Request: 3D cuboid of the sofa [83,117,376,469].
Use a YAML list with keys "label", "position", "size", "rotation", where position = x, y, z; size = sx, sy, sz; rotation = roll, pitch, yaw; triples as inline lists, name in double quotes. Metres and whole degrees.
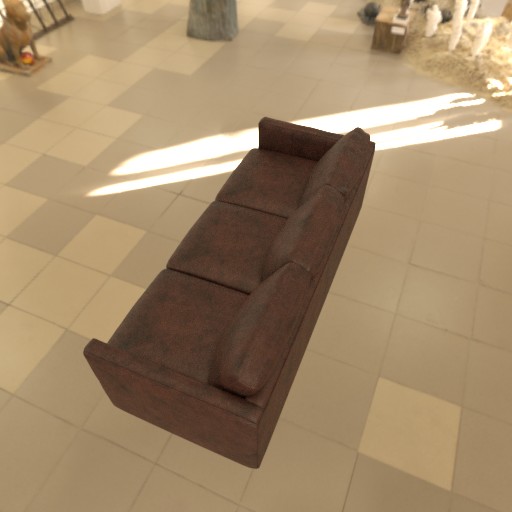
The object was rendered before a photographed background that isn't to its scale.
- label: "sofa"
  position: [0.000, 0.000, 3.108]
  size: [1.045, 1.006, 2.464]
  rotation: [17, 50, 15]
